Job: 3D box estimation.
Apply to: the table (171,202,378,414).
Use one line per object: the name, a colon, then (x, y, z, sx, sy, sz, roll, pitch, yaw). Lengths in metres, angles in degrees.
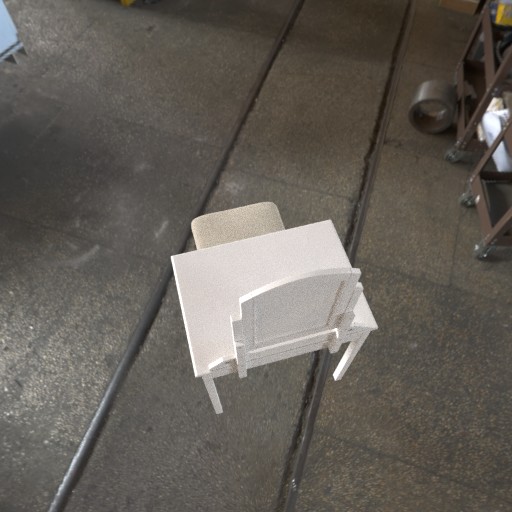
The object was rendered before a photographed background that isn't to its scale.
table: (0.000, 0.000, 2.389, 0.876, 1.631, 1.211, -13, 61, -8)
